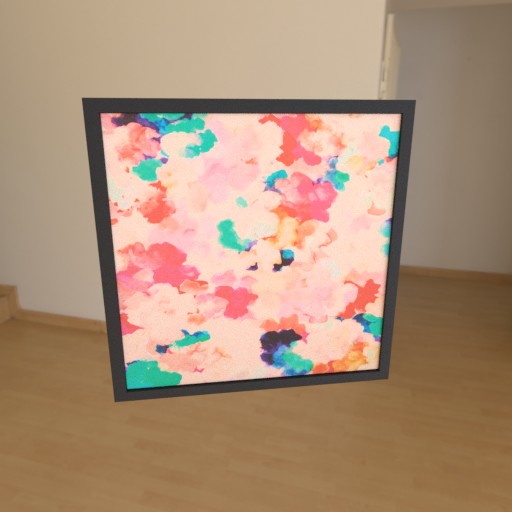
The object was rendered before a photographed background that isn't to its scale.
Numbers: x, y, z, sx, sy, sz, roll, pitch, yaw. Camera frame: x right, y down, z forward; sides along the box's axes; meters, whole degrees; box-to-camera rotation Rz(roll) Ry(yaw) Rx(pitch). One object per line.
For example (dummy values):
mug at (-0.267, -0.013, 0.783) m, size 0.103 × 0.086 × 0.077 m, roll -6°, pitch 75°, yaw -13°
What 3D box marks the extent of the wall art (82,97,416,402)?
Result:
wall art at (0.000, 0.000, 0.755) m, size 0.506 × 0.503 × 0.036 m, roll -2°, pitch 17°, yaw -8°
